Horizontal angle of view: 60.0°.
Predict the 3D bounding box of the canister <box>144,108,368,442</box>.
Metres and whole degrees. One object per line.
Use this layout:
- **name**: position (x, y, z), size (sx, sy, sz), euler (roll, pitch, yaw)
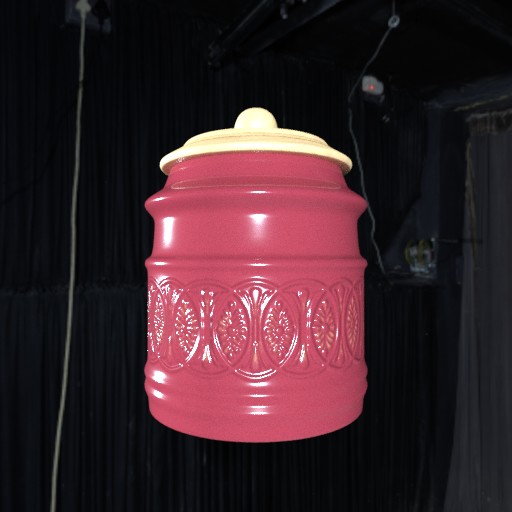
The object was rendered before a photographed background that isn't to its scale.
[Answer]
- **canister**: position (0.000, 0.000, 0.266), size (0.130, 0.176, 0.130), euler (0, 0, 0)
